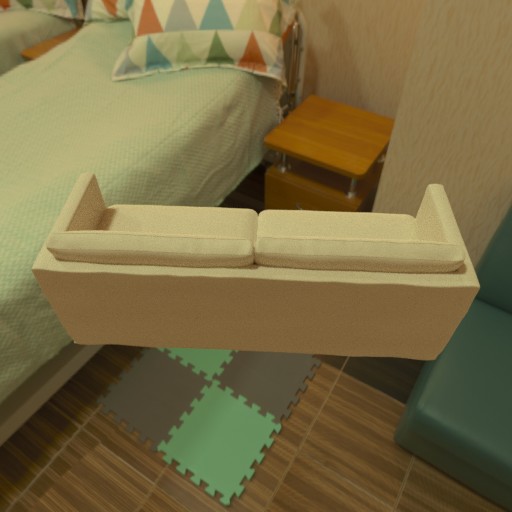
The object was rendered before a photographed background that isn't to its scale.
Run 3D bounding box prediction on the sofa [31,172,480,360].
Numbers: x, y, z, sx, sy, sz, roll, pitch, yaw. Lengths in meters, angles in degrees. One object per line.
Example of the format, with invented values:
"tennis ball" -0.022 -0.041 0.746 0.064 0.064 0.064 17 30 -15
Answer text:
"sofa" 0.000 0.000 3.275 2.779 0.999 1.036 2 47 2
